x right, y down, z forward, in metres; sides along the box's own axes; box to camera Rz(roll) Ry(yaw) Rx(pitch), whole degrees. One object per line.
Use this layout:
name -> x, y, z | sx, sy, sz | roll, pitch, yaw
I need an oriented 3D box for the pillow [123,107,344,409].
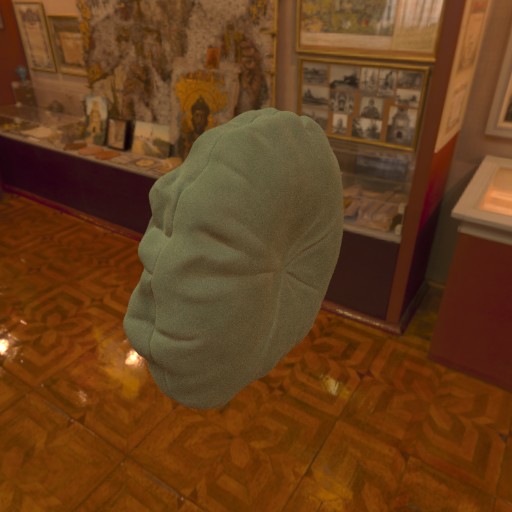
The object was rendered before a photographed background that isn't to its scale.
pillow -> 0.000, 0.000, 0.642 | 0.148, 0.407, 0.428 | 20, 36, 30
